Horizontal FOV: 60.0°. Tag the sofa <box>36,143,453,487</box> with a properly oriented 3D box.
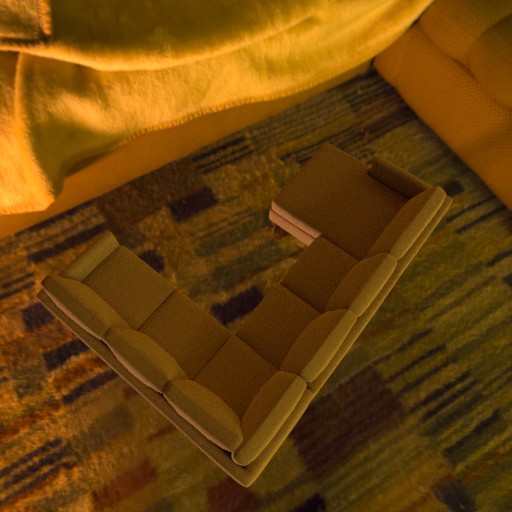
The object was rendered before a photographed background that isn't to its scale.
[{"bbox_3d":[0.000,0.000,4.601,2.594,0.961,3.460,36,69,16],"label":"sofa"}]
